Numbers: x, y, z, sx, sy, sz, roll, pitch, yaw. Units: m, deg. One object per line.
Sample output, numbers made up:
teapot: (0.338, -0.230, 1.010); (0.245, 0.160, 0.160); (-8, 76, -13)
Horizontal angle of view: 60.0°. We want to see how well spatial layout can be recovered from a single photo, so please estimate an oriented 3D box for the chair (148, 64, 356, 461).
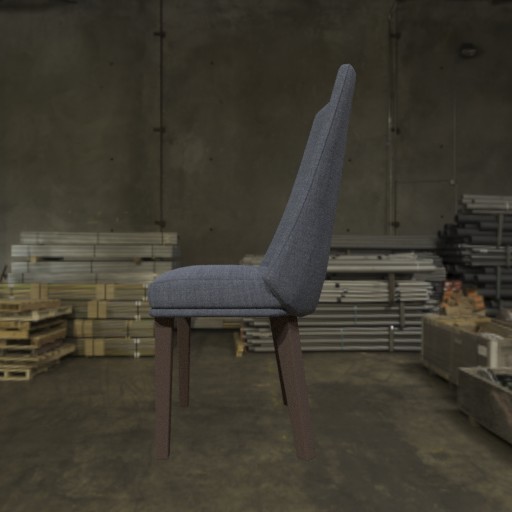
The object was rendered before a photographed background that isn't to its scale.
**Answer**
chair: (0.000, 0.000, 1.354); (0.577, 1.050, 0.510); (0, 0, -1)
